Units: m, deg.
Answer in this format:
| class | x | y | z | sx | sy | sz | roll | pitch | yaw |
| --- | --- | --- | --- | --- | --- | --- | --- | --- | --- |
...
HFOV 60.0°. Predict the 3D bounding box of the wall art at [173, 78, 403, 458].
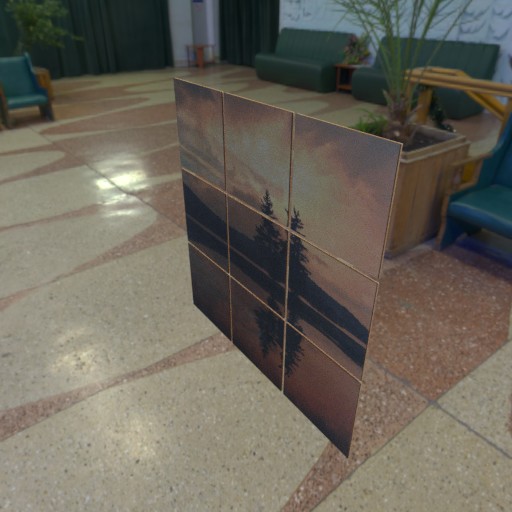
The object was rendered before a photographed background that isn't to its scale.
| class | x | y | z | sx | sy | sz | roll | pitch | yaw |
| --- | --- | --- | --- | --- | --- | --- | --- | --- | --- |
| wall art | 0.000 | 0.000 | 2.271 | 0.013 | 1.525 | 1.520 | -20 | 36 | -30 |
